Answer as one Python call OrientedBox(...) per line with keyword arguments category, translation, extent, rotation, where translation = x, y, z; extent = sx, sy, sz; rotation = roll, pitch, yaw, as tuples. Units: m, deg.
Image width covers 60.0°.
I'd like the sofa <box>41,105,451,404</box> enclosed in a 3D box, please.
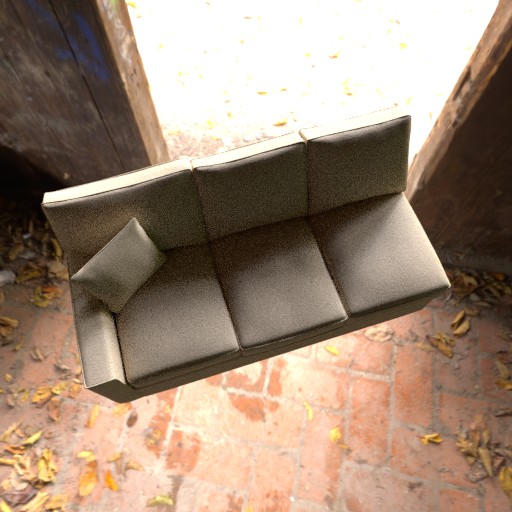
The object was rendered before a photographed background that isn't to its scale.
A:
OrientedBox(category="sofa", translation=(0.000, 0.000, 2.502), extent=(1.962, 0.946, 1.034), rotation=(-16, 66, -7))
